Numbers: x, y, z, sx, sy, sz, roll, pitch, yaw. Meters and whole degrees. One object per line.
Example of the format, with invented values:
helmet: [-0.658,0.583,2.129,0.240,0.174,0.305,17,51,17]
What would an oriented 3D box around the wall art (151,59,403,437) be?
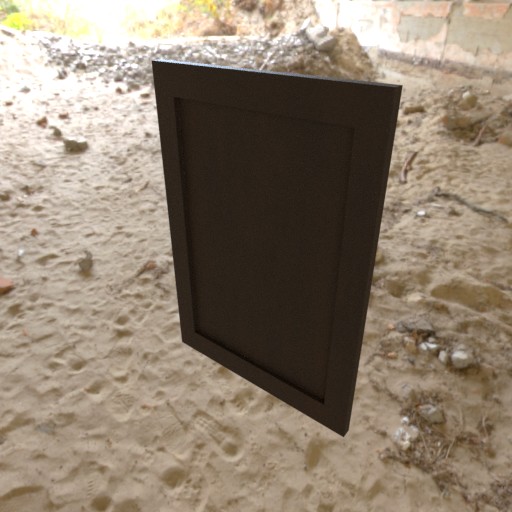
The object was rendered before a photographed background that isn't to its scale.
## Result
wall art: [0.000,0.000,0.660,0.359,0.513,0.017,21,36,32]
